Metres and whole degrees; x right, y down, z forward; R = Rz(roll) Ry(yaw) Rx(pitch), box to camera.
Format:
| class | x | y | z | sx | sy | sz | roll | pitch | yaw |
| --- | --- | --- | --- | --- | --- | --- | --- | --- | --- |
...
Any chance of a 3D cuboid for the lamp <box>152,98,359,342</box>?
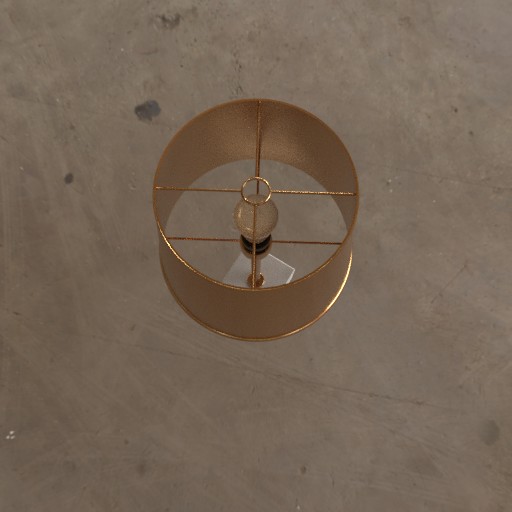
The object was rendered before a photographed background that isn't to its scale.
| class | x | y | z | sx | sy | sz | roll | pitch | yaw |
| --- | --- | --- | --- | --- | --- | --- | --- | --- | --- |
| lamp | 0.000 | 0.000 | 0.530 | 0.208 | 0.406 | 0.208 | 0 | 76 | 0 |
